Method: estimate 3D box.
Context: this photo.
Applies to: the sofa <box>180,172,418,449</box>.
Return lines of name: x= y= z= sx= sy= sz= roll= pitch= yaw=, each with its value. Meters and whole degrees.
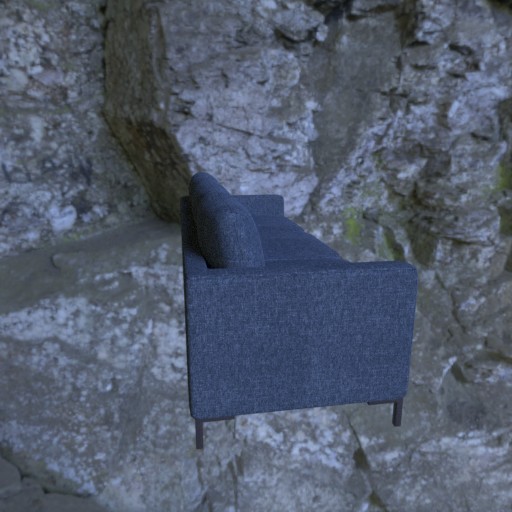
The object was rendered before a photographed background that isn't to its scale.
sofa: x=0.000 y=0.000 z=2.621 sx=0.859 sy=0.874 sz=2.218 roll=-2 pitch=15 yaw=-9
